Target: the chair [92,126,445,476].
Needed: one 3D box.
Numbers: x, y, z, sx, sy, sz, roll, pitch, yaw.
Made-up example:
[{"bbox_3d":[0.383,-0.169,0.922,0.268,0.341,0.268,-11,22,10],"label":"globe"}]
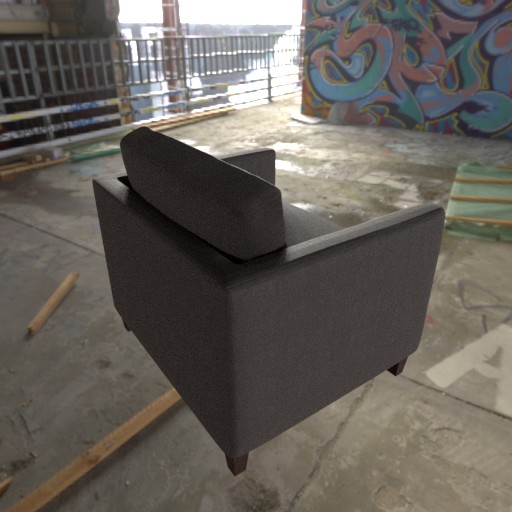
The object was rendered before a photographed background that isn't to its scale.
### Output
[{"bbox_3d":[0.000,0.000,1.824,0.959,0.963,1.107,-18,33,-31],"label":"chair"}]
